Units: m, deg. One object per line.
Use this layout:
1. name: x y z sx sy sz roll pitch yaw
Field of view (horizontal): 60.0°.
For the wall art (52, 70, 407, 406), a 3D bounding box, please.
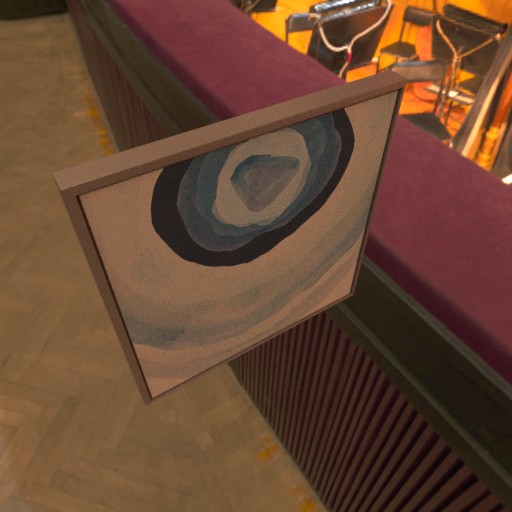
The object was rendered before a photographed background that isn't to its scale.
1. wall art: 0.000 0.000 0.518 0.349 0.349 0.028 -24 51 -22
